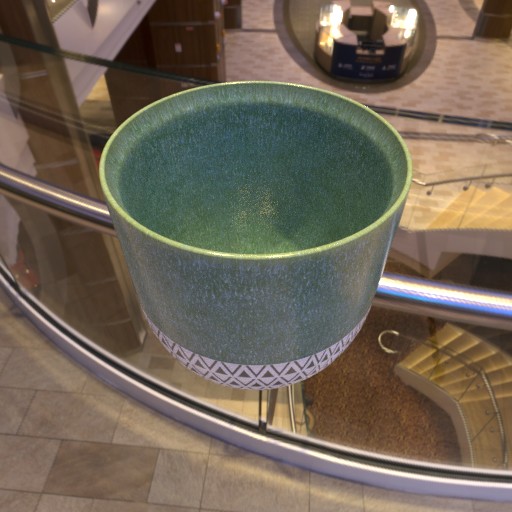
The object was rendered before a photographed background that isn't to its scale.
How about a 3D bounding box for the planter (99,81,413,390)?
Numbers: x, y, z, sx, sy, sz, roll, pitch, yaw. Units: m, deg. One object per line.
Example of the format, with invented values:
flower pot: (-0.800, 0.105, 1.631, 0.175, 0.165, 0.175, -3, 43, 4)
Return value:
planter: (0.000, 0.000, 0.482, 0.266, 0.270, 0.266, 0, 46, 0)
